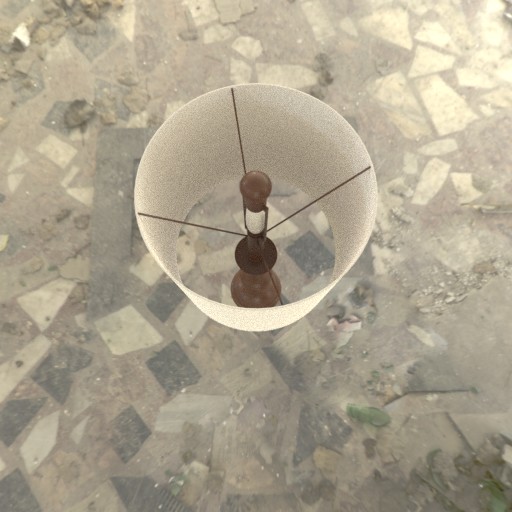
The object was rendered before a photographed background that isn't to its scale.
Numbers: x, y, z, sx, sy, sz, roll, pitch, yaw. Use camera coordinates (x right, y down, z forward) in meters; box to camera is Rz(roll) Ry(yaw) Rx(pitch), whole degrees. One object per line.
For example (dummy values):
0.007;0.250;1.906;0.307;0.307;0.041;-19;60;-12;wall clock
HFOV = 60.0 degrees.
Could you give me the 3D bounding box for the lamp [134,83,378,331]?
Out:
0.000;0.000;0.723;0.250;0.597;0.250;-12;76;-3;lamp
